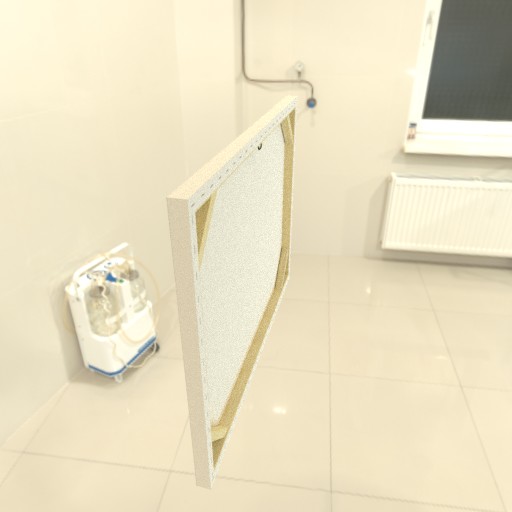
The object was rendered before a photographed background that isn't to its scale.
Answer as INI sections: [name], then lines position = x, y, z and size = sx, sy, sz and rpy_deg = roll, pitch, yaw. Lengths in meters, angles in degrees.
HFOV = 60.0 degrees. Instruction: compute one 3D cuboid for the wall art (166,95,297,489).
[wall art]
position = 0.000, 0.000, 1.338
size = 0.038, 0.762, 1.016
rpy_deg = 7, 30, 13
